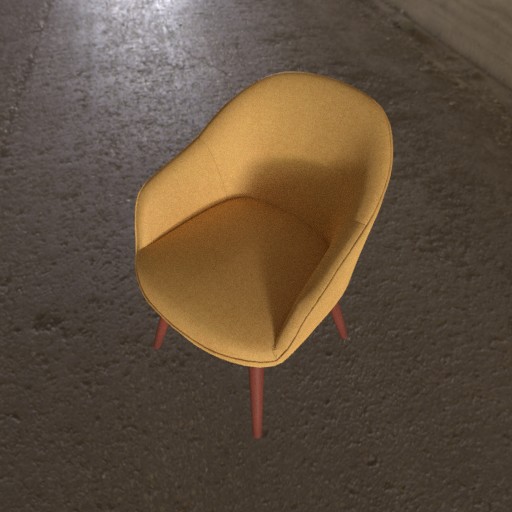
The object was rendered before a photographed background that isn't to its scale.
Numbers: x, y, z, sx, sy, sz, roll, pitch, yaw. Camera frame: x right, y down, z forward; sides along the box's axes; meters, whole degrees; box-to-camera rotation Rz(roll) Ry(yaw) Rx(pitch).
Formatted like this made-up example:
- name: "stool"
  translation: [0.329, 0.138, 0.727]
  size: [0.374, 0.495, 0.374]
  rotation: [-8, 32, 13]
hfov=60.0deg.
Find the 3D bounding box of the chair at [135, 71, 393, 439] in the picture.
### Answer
- name: "chair"
  translation: [0.000, 0.000, 1.270]
  size: [0.596, 0.823, 0.635]
  rotation: [33, 55, 27]
